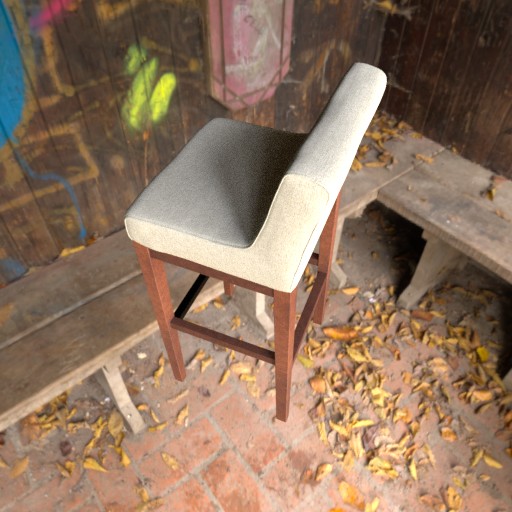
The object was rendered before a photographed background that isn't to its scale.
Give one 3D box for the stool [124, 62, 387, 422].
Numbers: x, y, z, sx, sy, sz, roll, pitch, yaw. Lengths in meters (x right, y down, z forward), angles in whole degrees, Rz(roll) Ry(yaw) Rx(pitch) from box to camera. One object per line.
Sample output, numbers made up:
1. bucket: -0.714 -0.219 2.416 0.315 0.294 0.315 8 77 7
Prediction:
1. stool: 0.000 0.000 1.334 0.500 1.037 0.511 16 48 15
